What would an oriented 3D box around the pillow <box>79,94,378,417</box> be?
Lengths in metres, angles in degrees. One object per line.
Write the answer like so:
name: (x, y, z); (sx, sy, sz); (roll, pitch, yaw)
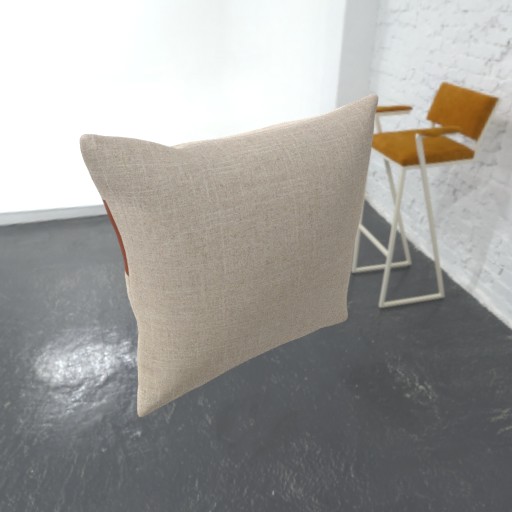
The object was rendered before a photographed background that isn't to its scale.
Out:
pillow: (0.000, 0.000, 0.626); (0.414, 0.399, 0.173); (-18, 34, -29)
